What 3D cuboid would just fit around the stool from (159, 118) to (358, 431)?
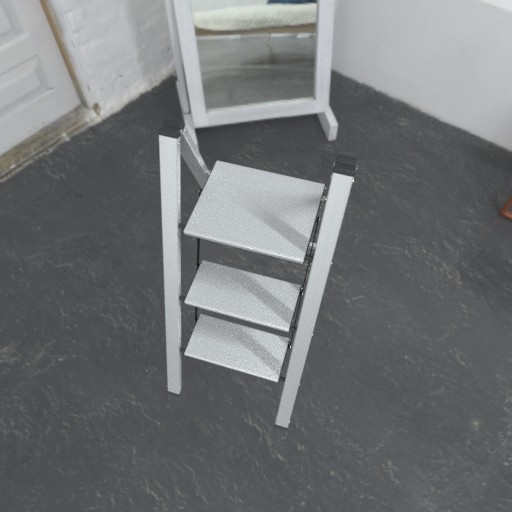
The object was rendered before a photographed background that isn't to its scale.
[{"bbox_3d":[0.000,0.000,1.328,0.441,0.902,0.730,14,59,9],"label":"stool"}]
